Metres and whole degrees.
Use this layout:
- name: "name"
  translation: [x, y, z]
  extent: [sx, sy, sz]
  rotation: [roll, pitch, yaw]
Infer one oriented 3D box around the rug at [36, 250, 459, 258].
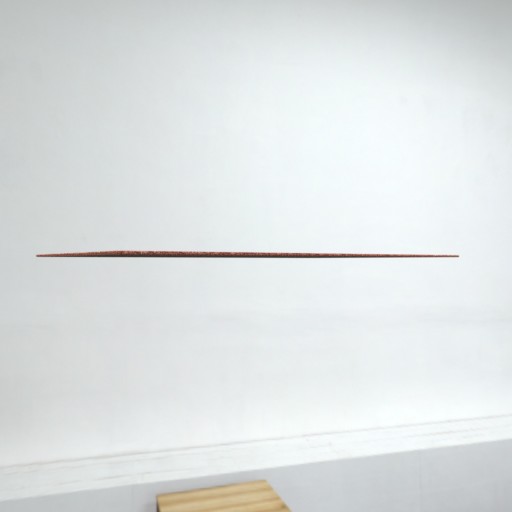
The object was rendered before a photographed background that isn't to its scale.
- name: "rug"
  translation: [0.000, 0.000, 2.999]
  extent: [2.438, 0.015, 1.524]
  rotation: [0, -1, -37]
